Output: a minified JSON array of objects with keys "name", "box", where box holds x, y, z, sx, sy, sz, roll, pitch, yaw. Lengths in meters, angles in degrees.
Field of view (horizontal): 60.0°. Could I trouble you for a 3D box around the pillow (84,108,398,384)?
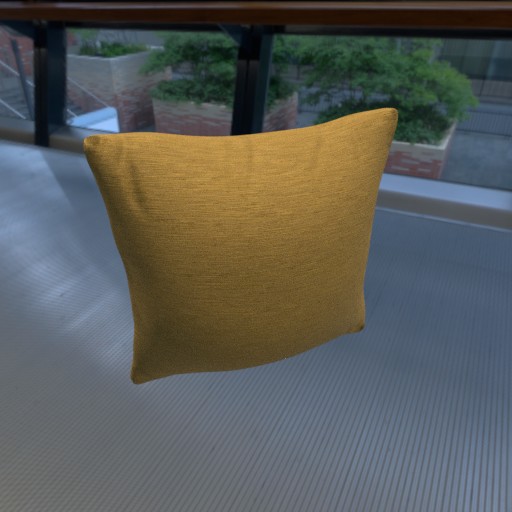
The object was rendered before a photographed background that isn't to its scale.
[{"name":"pillow","box":[0.000,0.000,0.686,0.435,0.417,0.247,-10,33,-16]}]
